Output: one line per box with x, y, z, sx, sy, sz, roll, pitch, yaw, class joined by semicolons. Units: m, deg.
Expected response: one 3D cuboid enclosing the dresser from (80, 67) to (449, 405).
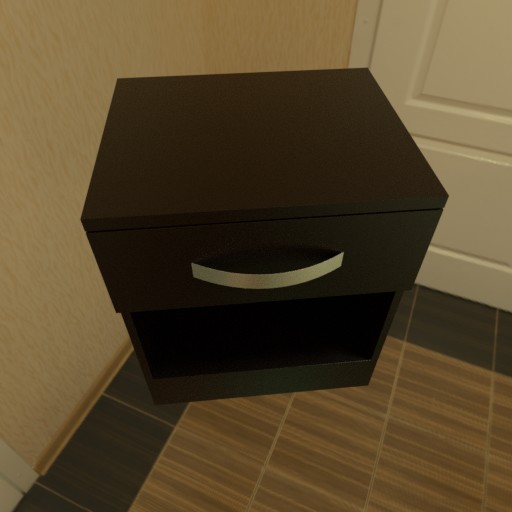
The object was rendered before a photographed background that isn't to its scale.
0.000;0.000;0.752;0.400;0.470;0.360;-4;46;-4;dresser
